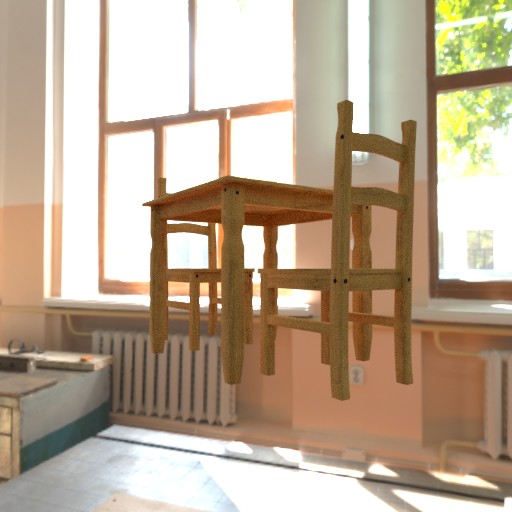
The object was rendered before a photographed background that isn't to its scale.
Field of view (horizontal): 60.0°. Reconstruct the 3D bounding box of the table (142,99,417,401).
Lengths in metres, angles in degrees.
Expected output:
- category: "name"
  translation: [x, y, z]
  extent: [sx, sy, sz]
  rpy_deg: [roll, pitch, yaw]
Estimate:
- category: "table"
  translation: [0.000, 0.000, 2.092]
  extent: [0.813, 0.942, 1.501]
  rpy_deg: [1, -2, -35]
